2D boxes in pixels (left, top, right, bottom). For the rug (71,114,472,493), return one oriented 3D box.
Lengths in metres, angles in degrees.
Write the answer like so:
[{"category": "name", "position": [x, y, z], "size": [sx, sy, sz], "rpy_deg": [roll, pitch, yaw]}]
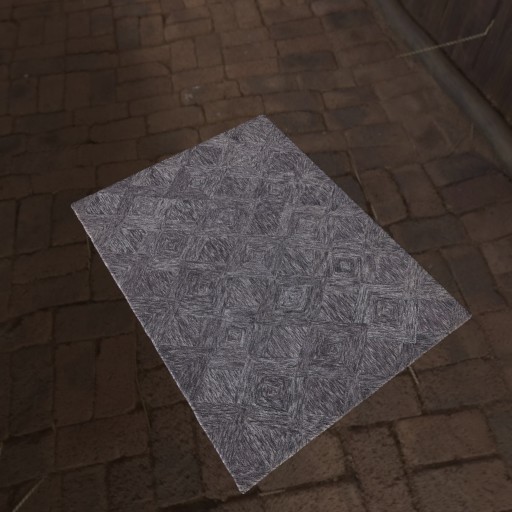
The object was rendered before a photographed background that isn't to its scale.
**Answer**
[{"category": "rug", "position": [0.000, 0.000, 4.230], "size": [2.448, 0.017, 3.204], "rpy_deg": [-30, 63, -18]}]
